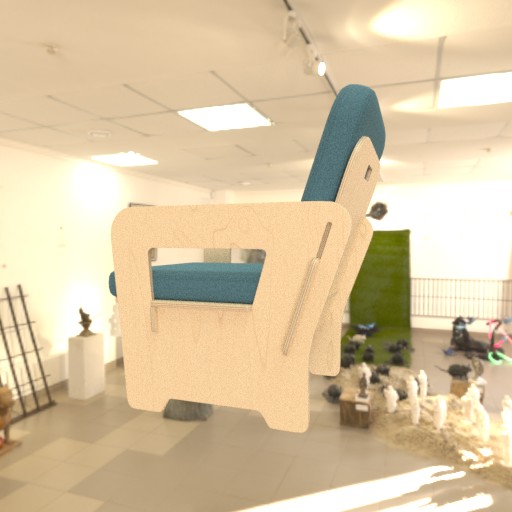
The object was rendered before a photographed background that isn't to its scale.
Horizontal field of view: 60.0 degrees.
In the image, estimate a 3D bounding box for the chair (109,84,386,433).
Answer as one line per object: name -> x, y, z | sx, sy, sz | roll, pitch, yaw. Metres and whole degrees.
chair -> 0.000, 0.000, 1.209 | 0.657, 0.747, 0.547 | 1, 2, 19
